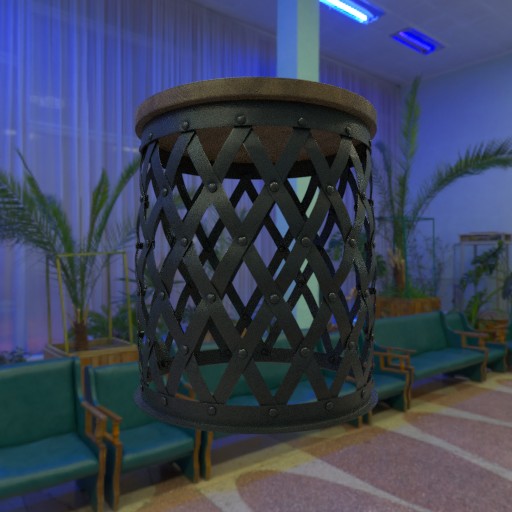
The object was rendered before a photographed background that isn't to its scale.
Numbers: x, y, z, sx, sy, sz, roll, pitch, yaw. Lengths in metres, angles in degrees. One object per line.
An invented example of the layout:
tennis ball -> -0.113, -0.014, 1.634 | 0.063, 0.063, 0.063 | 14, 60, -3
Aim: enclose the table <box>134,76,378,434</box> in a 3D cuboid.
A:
table -> 0.000, 0.000, 0.765 | 0.405, 0.454, 0.405 | 0, -1, 0
